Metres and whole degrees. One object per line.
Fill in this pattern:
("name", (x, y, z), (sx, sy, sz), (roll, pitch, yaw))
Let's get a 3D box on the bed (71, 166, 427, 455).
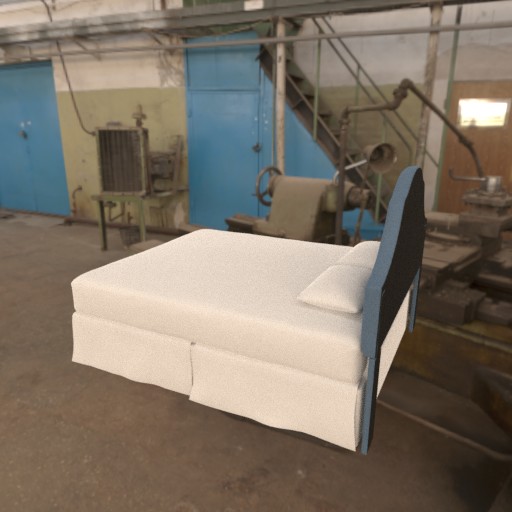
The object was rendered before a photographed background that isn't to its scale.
("bed", (0.000, 0.000, 3.779), (2.477, 1.617, 2.039), (9, 19, 26))
